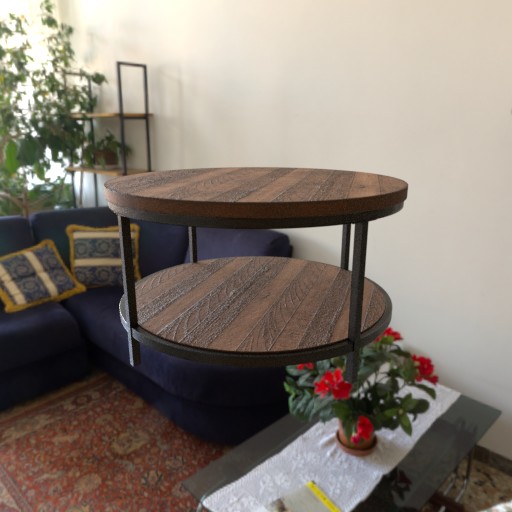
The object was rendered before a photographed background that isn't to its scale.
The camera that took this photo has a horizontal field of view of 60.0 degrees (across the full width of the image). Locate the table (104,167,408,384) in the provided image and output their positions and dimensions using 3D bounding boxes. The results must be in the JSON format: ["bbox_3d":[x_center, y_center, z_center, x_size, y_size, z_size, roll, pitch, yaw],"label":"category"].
[{"bbox_3d":[0.000,0.000,1.346,0.837,0.462,0.837,0,16,0],"label":"table"}]
